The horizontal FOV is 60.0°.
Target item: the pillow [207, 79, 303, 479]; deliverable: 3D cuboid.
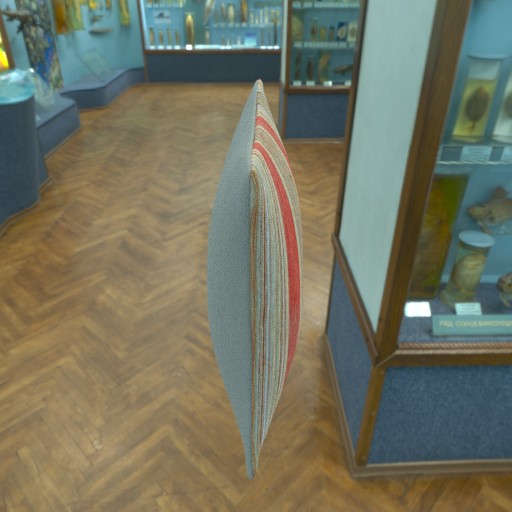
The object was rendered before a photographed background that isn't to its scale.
[{"bbox_3d":[0.000,0.000,0.646,0.136,0.419,0.437,1,31,1],"label":"pillow"}]
